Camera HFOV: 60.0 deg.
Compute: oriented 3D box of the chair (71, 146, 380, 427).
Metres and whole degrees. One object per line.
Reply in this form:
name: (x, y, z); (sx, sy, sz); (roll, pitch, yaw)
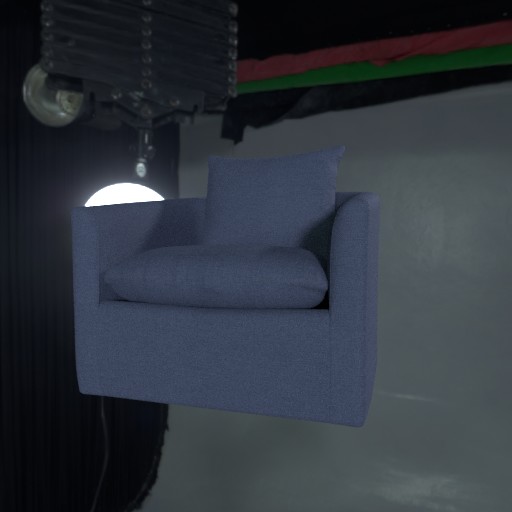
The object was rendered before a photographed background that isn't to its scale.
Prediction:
chair: (0.000, 0.000, 1.569); (0.845, 0.848, 0.910); (0, 2, 18)
